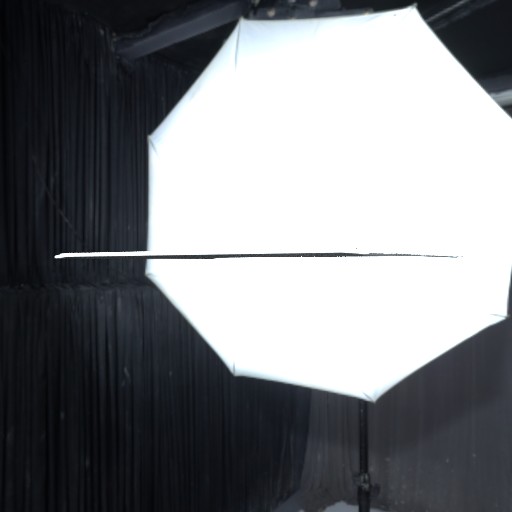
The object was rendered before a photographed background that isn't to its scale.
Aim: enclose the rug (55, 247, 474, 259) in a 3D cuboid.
[{"bbox_3d":[0.000,0.000,2.867,2.307,0.031,1.494,-1,-1,36],"label":"rug"}]
